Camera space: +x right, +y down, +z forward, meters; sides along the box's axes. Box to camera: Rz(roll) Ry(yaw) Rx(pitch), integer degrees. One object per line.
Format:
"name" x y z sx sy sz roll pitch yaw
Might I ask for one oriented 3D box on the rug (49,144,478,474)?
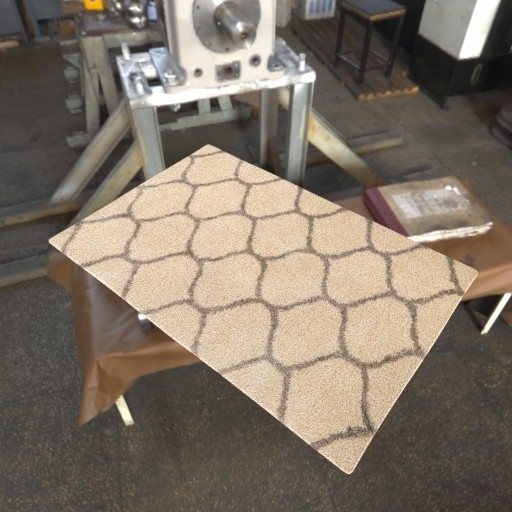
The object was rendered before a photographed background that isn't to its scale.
"rug" 0.000 0.000 3.320 2.701 0.026 1.801 30 53 26
